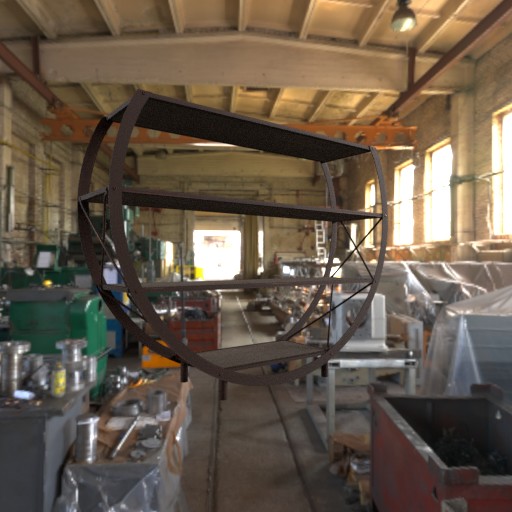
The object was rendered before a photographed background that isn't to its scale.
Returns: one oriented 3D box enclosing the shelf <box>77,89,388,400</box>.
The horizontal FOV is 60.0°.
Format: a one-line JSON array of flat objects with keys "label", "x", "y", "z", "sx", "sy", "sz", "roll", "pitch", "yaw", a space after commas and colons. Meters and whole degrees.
[{"label": "shelf", "x": 0.000, "y": 0.000, "z": 1.921, "sx": 1.403, "sy": 1.063, "sz": 0.344, "roll": 1, "pitch": -1, "yaw": -37}]
